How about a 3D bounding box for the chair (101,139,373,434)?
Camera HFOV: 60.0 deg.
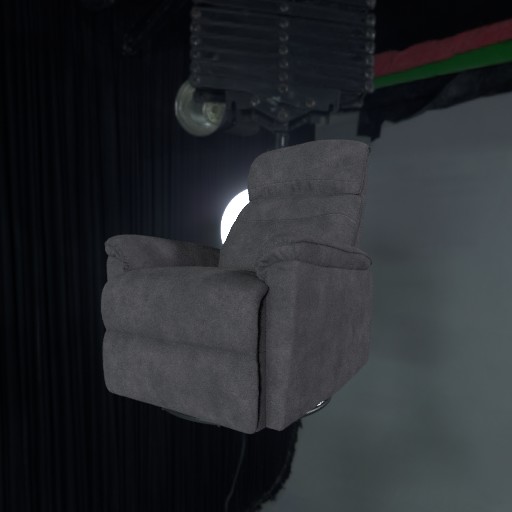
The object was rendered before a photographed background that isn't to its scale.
[{"bbox_3d":[0.000,0.000,1.735,0.830,1.035,1.009,1,2,35],"label":"chair"}]
